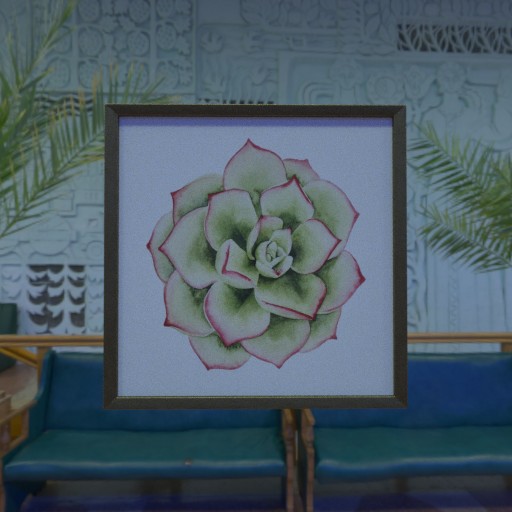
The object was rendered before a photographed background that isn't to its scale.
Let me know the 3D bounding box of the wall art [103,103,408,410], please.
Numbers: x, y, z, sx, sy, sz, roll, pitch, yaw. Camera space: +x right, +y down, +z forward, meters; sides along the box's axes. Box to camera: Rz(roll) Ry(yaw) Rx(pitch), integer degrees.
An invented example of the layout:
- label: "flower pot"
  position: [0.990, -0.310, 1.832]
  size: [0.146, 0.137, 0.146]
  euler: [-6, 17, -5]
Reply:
- label: "wall art"
  position: [0.000, 0.000, 0.750]
  size: [0.503, 0.506, 0.031]
  euler: [0, -1, -1]
